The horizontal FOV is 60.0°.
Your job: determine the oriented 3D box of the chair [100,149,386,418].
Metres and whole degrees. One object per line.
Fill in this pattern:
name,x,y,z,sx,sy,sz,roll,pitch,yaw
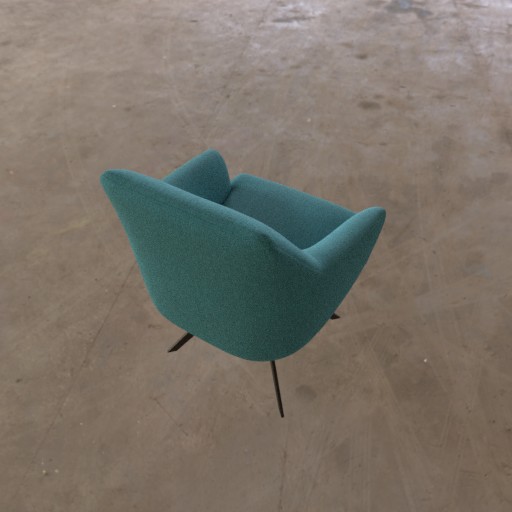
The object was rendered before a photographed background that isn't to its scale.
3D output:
chair,0.000,0.000,1.386,0.642,0.874,0.677,23,51,21
